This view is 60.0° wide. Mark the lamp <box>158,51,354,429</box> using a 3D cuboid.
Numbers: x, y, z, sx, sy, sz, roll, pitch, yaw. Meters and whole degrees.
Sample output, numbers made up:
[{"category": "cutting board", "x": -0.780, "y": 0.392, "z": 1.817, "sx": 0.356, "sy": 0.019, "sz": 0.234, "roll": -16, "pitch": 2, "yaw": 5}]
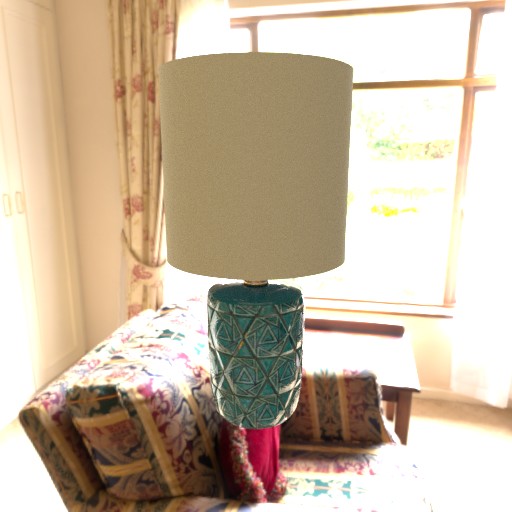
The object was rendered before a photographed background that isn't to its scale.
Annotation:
[{"category": "lamp", "x": 0.000, "y": 0.000, "z": 0.488, "sx": 0.193, "sy": 0.377, "sz": 0.193, "roll": -6, "pitch": 14, "yaw": -26}]
